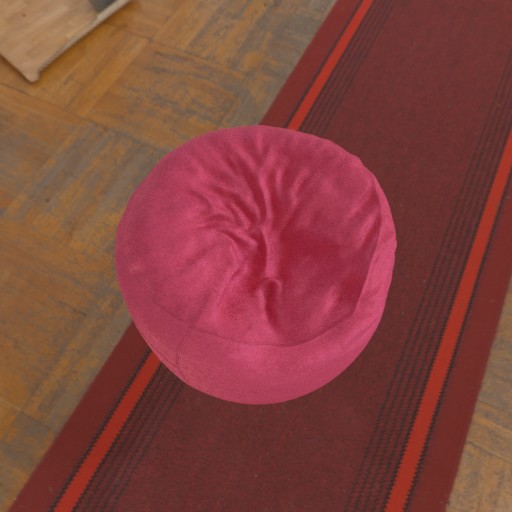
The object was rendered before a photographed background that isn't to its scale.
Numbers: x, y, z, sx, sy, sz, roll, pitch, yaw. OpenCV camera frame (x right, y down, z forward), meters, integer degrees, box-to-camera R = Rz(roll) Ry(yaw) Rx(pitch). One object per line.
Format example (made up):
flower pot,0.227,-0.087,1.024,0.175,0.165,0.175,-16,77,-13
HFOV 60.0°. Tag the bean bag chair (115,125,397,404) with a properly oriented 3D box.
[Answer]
bean bag chair,0.000,0.000,2.004,1.218,0.788,1.218,0,64,0
